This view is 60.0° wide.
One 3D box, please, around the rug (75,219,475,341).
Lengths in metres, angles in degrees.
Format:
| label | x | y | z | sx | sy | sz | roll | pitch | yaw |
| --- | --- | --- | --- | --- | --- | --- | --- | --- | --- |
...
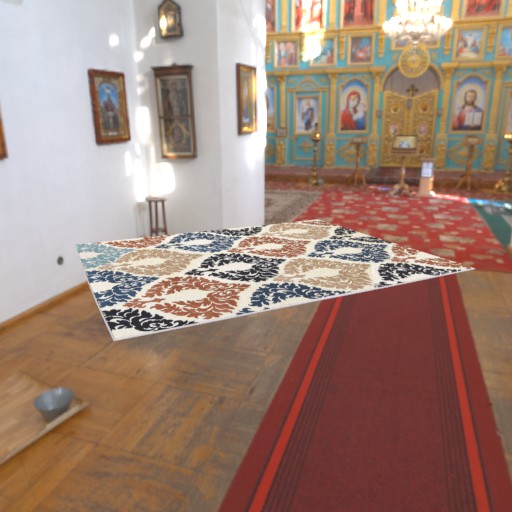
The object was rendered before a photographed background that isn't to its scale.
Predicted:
| label | x | y | z | sx | sy | sz | roll | pitch | yaw |
| --- | --- | --- | --- | --- | --- | --- | --- | --- | --- |
| rug | 0.000 | 0.000 | 4.216 | 3.040 | 0.014 | 2.423 | -8 | 18 | -25 |
